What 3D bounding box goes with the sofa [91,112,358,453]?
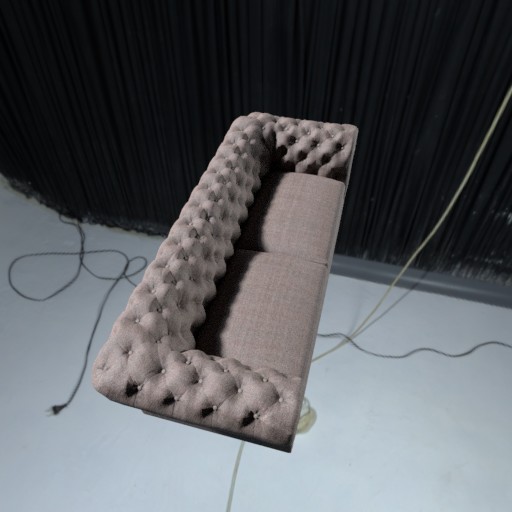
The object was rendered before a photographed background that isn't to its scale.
[{"bbox_3d":[0.000,0.000,2.790,0.944,0.787,2.385,11,47,10],"label":"sofa"}]
